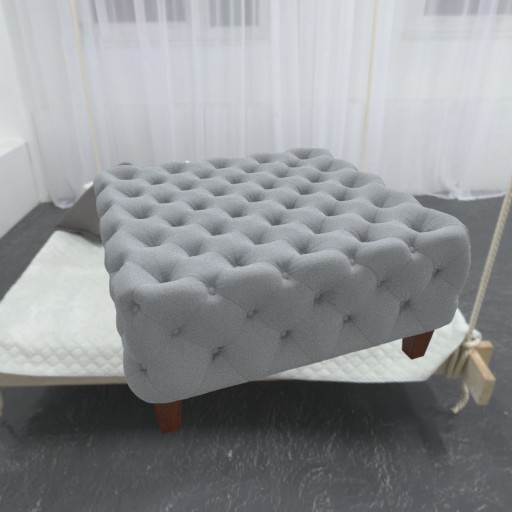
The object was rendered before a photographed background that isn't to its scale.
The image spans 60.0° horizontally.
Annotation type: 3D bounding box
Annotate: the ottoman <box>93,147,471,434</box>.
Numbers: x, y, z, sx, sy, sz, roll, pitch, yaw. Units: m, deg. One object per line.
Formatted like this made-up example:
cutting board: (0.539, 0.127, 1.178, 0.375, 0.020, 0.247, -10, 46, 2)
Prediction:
ottoman: (0.000, 0.000, 1.183, 0.764, 0.365, 0.758, -11, 31, -18)
